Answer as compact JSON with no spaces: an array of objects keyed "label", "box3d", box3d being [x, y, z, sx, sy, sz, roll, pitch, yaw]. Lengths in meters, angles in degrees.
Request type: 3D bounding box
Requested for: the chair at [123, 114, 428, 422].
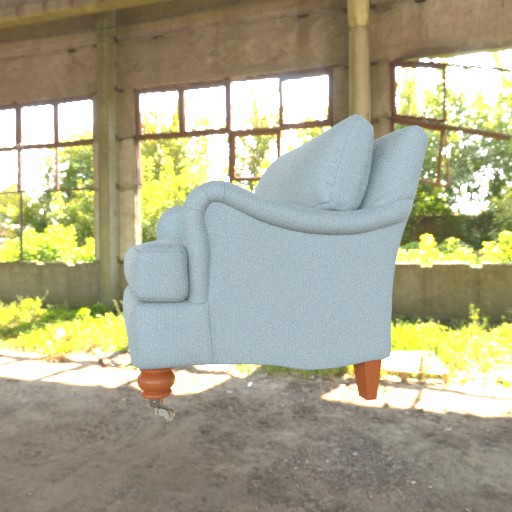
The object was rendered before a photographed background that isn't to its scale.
[{"label":"chair","box3d":[0.000,0.000,1.880,1.070,1.038,0.955,0,1,-18]}]
